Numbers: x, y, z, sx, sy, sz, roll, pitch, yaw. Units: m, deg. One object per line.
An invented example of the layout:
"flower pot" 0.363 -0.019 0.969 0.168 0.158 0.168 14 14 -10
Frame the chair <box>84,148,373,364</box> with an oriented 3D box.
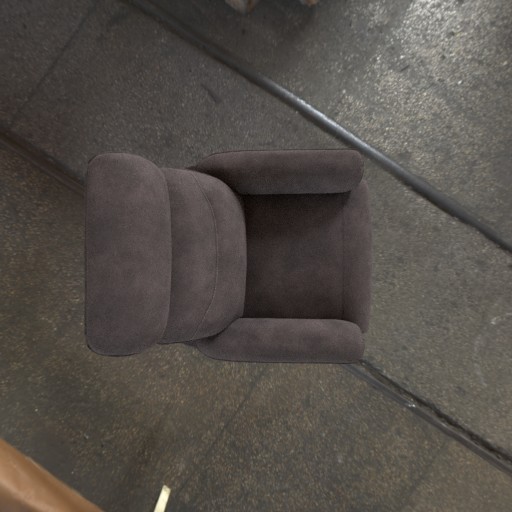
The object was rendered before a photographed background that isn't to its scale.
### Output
"chair" 0.000 0.000 1.742 1.009 1.035 0.830 0 89 -2
